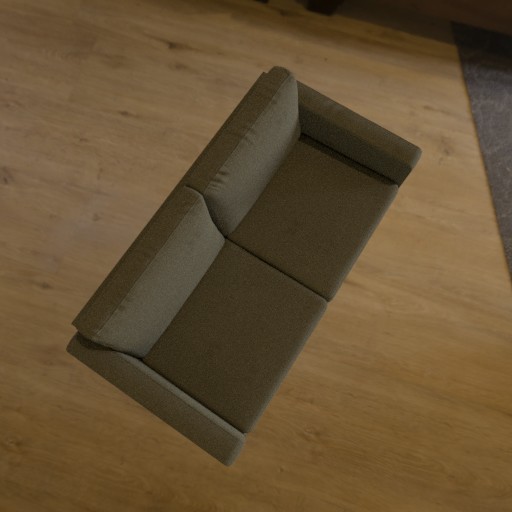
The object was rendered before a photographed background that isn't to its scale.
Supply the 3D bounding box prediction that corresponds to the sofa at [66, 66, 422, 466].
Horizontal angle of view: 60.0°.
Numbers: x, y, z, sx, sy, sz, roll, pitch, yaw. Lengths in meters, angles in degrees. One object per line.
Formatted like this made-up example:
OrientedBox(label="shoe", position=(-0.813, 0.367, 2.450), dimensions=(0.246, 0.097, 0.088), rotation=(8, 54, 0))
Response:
OrientedBox(label="sofa", position=(0.000, 0.000, 2.263), dimensions=(0.889, 0.897, 1.730), rotation=(32, 77, 8))
